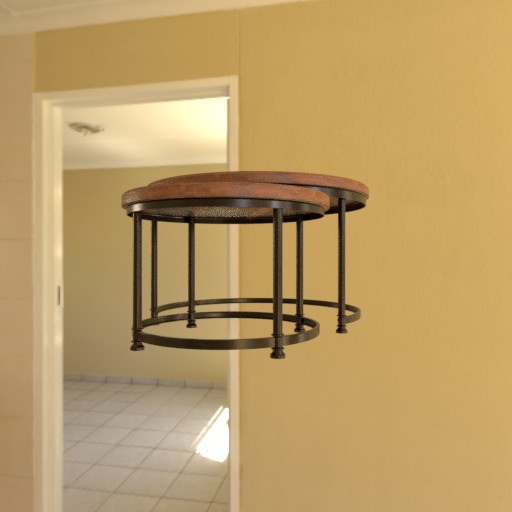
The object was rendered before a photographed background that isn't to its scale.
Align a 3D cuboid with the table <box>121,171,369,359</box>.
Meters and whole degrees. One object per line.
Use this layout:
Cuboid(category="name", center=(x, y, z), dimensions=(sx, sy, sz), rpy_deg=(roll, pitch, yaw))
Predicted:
Cuboid(category="table", center=(0.000, 0.000, 1.630), dimensions=(0.870, 0.516, 1.152), rpy_deg=(0, 0, 1))
